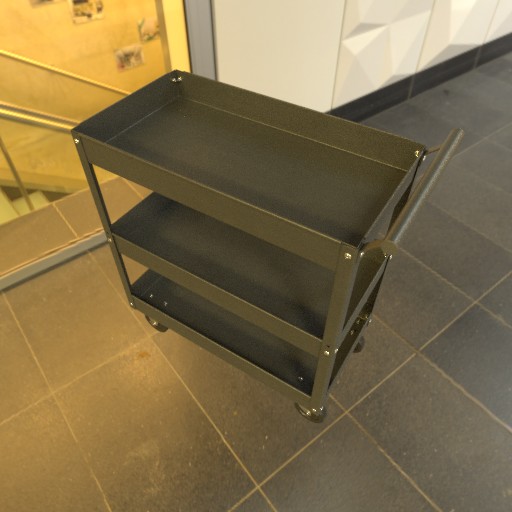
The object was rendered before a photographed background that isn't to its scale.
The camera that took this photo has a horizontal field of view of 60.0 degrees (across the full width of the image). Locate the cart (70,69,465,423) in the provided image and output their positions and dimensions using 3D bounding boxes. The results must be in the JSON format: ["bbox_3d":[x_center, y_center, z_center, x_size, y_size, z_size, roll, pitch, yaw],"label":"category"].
[{"bbox_3d":[0.000,0.000,1.154,0.719,0.780,0.366,25,51,22],"label":"cart"}]
